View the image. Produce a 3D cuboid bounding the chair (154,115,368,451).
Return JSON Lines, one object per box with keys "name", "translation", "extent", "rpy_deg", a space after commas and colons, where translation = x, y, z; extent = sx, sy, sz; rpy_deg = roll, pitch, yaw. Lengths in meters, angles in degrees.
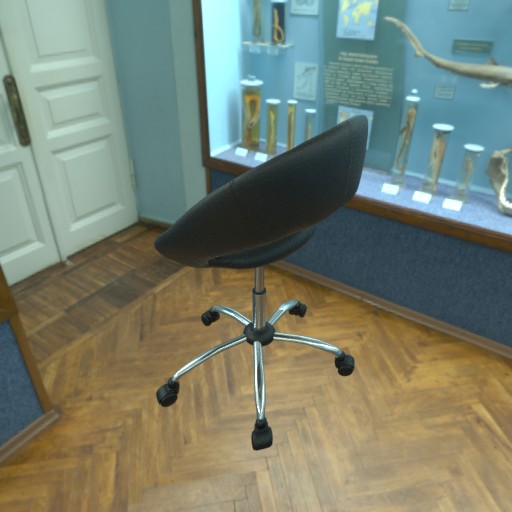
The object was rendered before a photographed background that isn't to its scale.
{"name": "chair", "translation": [0.000, 0.000, 1.186], "extent": [0.538, 0.791, 0.612], "rpy_deg": [22, 38, 31]}
